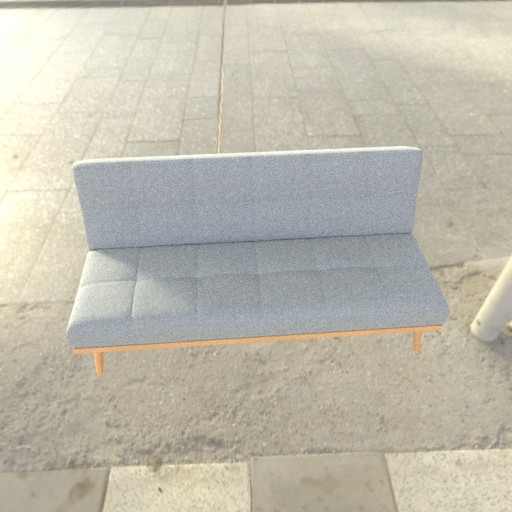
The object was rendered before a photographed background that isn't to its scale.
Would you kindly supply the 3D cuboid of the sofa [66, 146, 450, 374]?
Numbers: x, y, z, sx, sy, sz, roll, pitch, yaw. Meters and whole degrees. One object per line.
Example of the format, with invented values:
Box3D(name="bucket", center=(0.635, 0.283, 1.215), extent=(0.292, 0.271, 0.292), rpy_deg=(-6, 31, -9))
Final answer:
Box3D(name="sofa", center=(0.000, 0.000, 2.303), extent=(1.820, 0.800, 0.800), rpy_deg=(-3, 45, -3))
